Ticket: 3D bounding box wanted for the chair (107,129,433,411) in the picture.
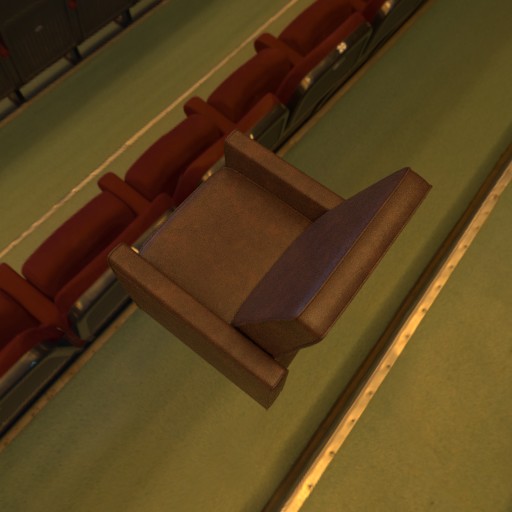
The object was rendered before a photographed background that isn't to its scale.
[{"bbox_3d":[0.000,0.000,1.553,0.746,1.013,0.705,35,69,15],"label":"chair"}]
